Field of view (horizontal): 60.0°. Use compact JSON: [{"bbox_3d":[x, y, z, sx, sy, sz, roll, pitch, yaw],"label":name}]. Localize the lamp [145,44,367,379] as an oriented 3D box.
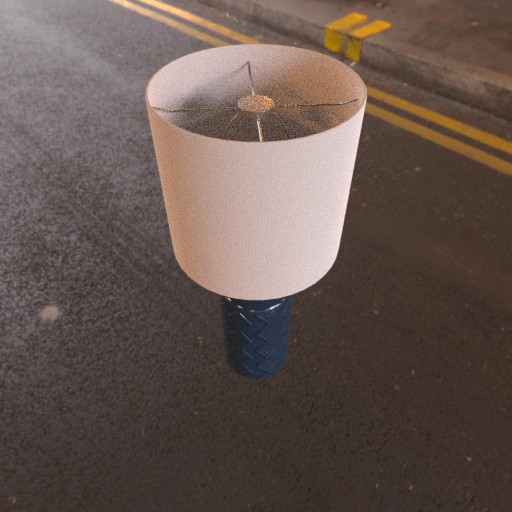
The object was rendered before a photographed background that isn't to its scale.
[{"bbox_3d":[0.000,0.000,0.582,0.207,0.461,0.207,-3,46,-3],"label":"lamp"}]
